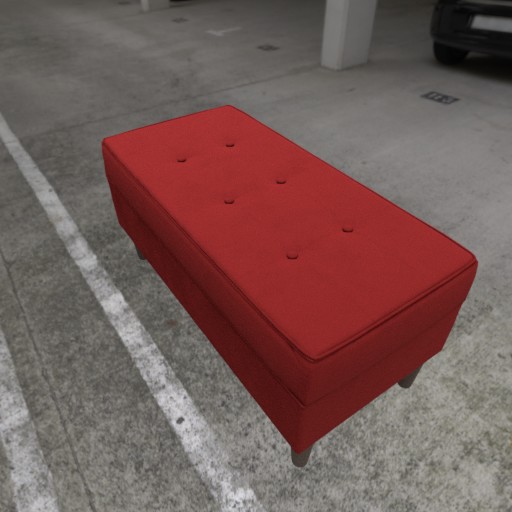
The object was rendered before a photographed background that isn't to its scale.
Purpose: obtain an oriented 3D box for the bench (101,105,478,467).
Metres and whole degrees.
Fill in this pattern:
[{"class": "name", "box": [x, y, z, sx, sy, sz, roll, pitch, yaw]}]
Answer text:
[{"class": "bench", "box": [0.000, 0.000, 1.287, 0.492, 0.471, 1.016, -25, 47, -26]}]
